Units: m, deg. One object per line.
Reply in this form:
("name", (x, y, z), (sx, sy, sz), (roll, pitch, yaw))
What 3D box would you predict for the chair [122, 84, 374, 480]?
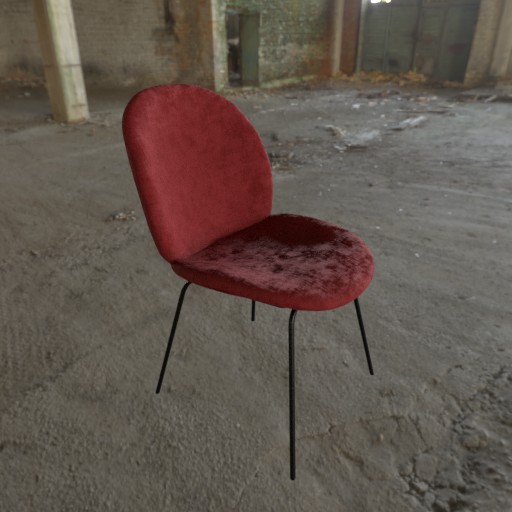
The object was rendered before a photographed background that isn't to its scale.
("chair", (0.000, 0.000, 1.134), (0.587, 0.791, 0.458), (18, 32, 33))
